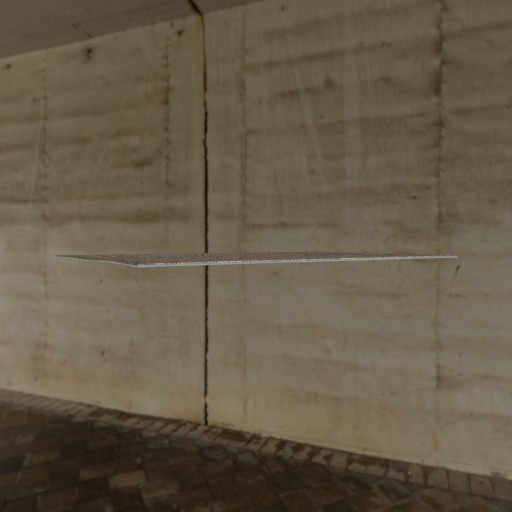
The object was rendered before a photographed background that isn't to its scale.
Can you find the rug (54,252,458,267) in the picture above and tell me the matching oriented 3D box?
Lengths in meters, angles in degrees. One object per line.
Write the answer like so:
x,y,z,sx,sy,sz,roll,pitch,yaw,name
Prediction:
0.000,0.000,3.883,2.901,0.026,2.043,-1,2,-35,rug
